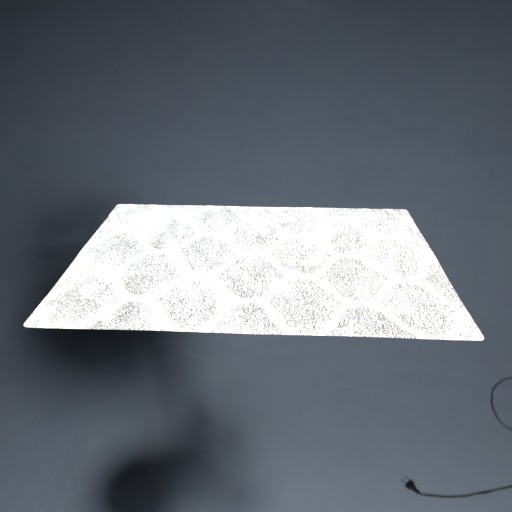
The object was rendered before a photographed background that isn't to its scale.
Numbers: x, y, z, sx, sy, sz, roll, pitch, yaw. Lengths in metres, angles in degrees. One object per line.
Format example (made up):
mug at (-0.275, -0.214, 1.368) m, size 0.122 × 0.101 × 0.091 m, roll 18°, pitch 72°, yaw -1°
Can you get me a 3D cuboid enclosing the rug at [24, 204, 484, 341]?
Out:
rug at (0.000, 0.000, 3.359) m, size 2.701 × 0.026 × 1.801 m, roll 1°, pitch 30°, yaw 2°
